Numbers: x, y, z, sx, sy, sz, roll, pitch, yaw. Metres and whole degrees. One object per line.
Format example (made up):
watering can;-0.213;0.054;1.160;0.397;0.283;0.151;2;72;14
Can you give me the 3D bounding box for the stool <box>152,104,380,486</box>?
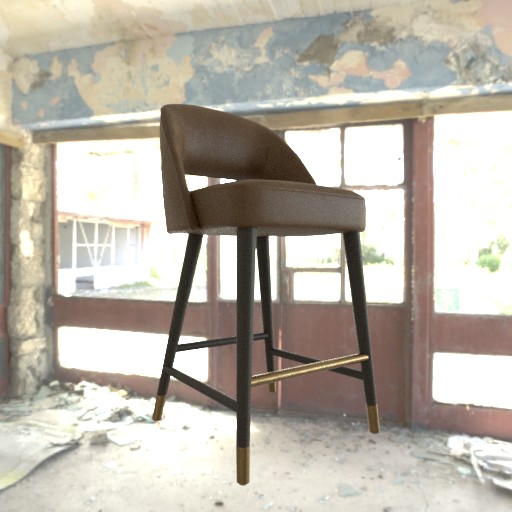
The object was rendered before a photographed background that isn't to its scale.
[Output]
stool;0.000;0.000;1.239;0.494;0.940;0.509;-1;1;-37
